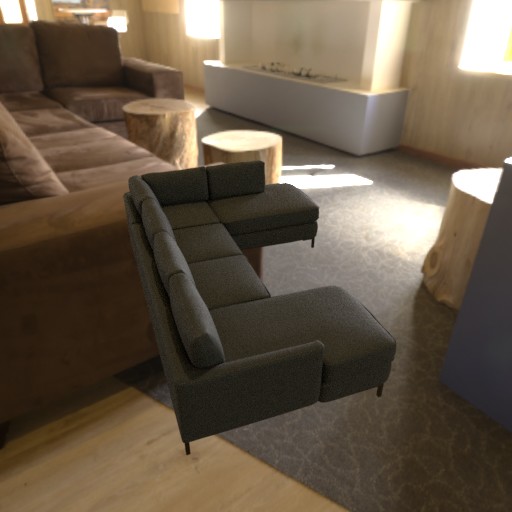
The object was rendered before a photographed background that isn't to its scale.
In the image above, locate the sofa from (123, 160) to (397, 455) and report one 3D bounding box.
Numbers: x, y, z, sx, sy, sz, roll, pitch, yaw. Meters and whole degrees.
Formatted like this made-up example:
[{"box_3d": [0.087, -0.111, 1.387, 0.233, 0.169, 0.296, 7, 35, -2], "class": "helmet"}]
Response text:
[{"box_3d": [0.000, 0.000, 3.936, 1.984, 0.858, 2.975, -10, 31, -17], "class": "sofa"}]
